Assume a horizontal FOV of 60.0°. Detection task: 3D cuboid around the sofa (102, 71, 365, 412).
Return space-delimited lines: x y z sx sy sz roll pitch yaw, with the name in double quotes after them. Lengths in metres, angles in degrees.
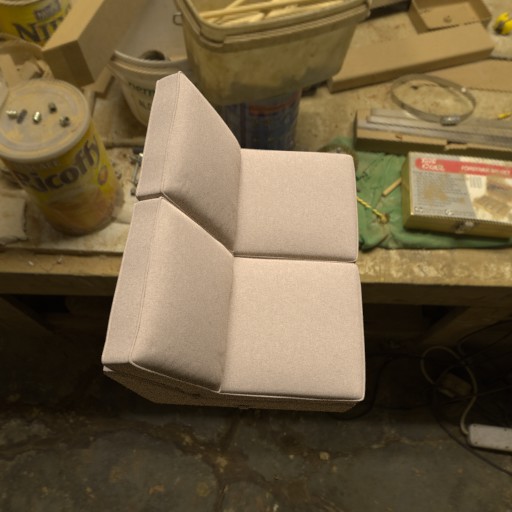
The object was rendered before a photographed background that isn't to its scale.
0.000 0.000 2.001 0.951 1.008 1.237 3 65 1 "sofa"
